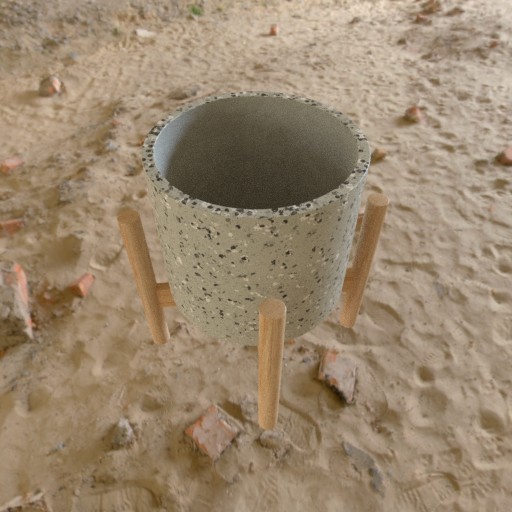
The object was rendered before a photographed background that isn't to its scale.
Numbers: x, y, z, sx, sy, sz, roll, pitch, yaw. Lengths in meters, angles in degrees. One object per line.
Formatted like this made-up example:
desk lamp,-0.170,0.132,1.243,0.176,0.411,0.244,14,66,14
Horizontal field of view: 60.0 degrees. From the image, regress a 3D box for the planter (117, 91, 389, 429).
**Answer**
planter,0.000,0.000,0.552,0.284,0.320,0.284,12,47,11
